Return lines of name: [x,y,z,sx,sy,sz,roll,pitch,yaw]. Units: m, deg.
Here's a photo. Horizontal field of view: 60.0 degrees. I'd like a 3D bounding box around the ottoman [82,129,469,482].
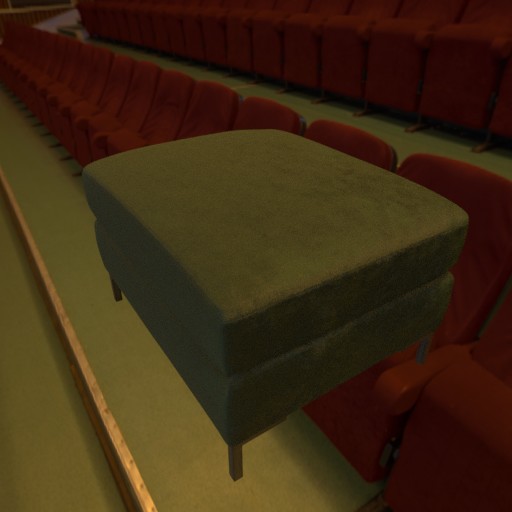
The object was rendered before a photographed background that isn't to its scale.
ottoman: [0.000,0.000,1.273,0.701,0.538,0.839,-19,37,-28]
